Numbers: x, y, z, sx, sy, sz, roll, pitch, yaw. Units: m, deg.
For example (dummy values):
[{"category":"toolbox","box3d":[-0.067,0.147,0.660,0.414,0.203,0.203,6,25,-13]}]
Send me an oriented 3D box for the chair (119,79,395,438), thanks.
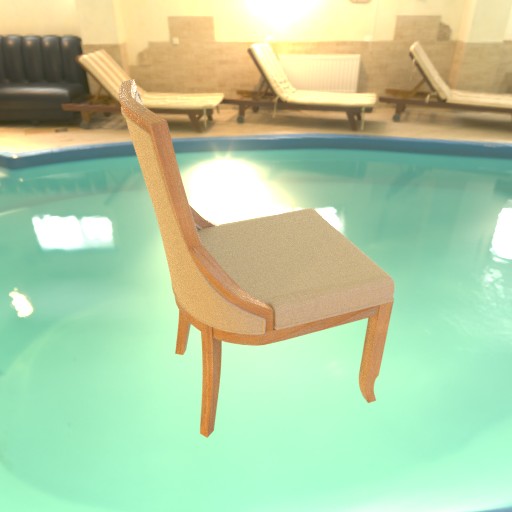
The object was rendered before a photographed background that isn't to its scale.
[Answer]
[{"category":"chair","box3d":[0.000,0.000,1.312,0.641,0.947,0.524,-11,33,-17]}]
